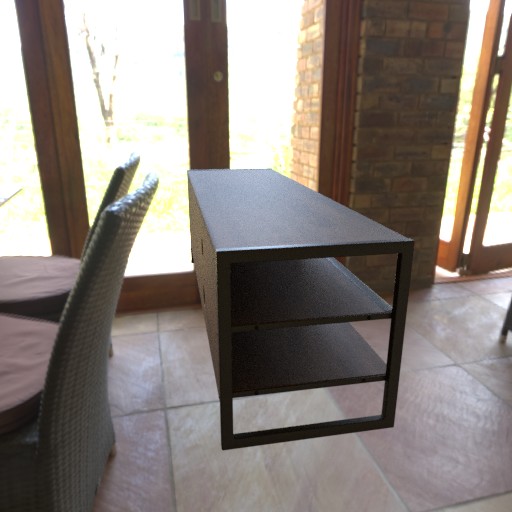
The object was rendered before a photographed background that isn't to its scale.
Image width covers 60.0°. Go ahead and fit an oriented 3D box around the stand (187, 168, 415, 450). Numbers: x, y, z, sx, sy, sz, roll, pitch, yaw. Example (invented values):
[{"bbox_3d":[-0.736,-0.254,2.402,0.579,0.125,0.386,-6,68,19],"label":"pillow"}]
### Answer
[{"bbox_3d":[0.000,0.000,1.733,0.454,0.506,1.480,-3,18,-10],"label":"stand"}]
